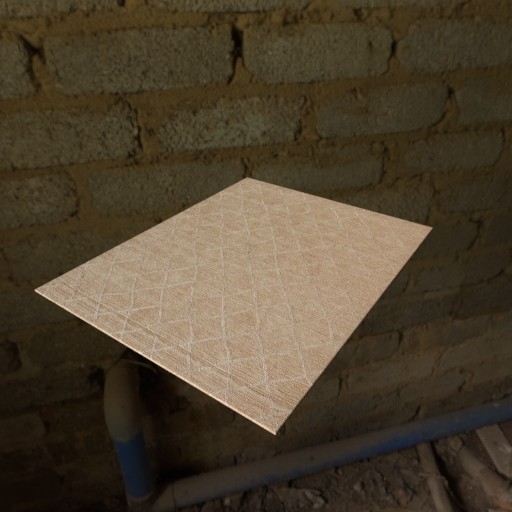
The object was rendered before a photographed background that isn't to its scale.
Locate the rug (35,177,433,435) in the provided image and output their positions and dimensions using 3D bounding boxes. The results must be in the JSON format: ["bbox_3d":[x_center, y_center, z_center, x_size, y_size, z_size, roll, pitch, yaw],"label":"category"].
[{"bbox_3d":[0.000,0.000,4.195,2.420,0.019,3.039,20,37,29],"label":"rug"}]
